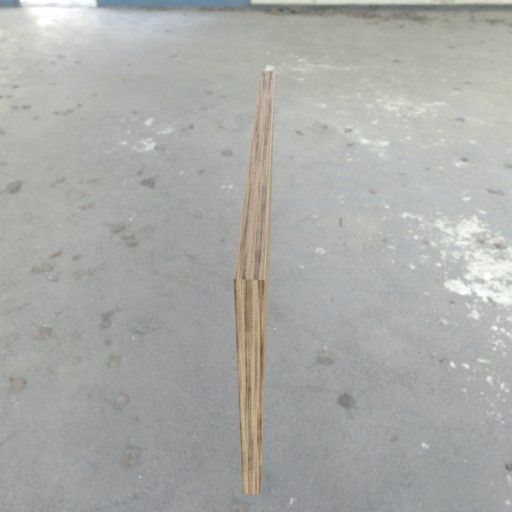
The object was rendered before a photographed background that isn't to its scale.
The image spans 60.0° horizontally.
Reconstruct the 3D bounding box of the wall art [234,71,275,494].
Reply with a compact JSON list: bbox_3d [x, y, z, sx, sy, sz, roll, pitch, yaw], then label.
[{"bbox_3d":[0.000,0.000,1.069,0.063,0.609,0.841,2,39,2],"label":"wall art"}]
